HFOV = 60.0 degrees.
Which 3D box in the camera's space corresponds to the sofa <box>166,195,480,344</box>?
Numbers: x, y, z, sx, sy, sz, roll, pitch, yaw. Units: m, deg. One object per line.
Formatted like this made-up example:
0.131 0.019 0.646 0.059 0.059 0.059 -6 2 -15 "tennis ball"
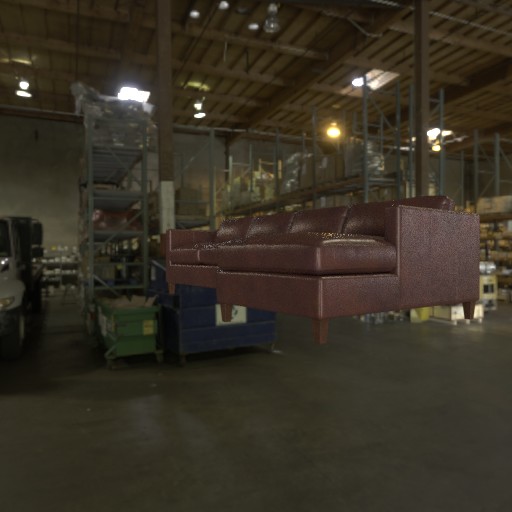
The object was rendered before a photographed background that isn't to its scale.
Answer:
0.000 0.000 3.939 1.581 0.883 3.203 0 0 -36 "sofa"
